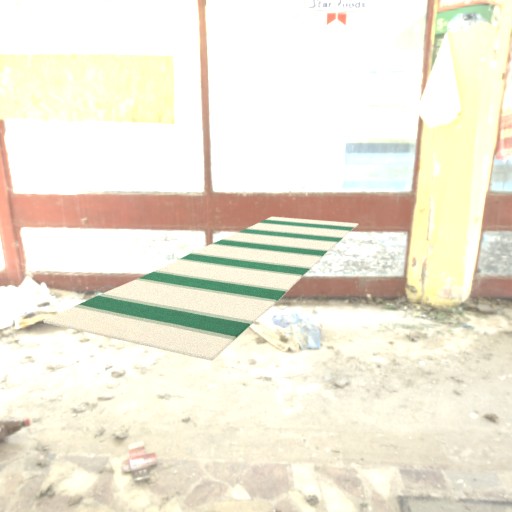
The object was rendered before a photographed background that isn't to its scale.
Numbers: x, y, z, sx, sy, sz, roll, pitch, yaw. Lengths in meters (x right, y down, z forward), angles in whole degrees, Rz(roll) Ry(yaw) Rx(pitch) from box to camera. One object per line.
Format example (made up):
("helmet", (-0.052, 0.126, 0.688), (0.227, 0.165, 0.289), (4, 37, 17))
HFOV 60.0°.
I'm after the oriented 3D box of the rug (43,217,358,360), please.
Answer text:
("rug", (0.000, 0.000, 2.676), (0.768, 0.012, 2.438), (7, 17, 23))
